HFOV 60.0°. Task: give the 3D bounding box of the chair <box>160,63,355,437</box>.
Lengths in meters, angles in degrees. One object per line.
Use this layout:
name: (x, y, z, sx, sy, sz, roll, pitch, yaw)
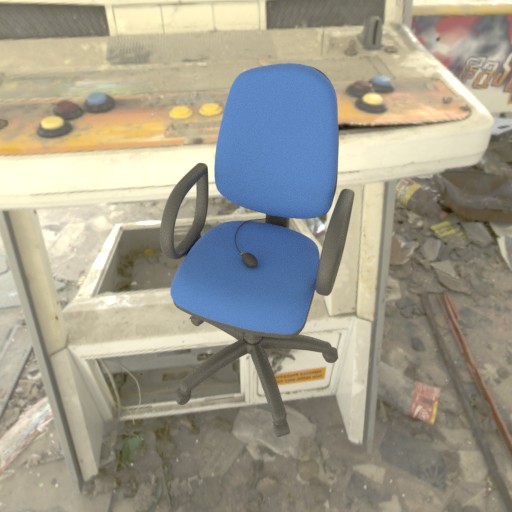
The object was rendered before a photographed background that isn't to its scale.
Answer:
chair: (0.000, 0.000, 1.244, 0.552, 0.905, 0.549, 13, 43, 14)
